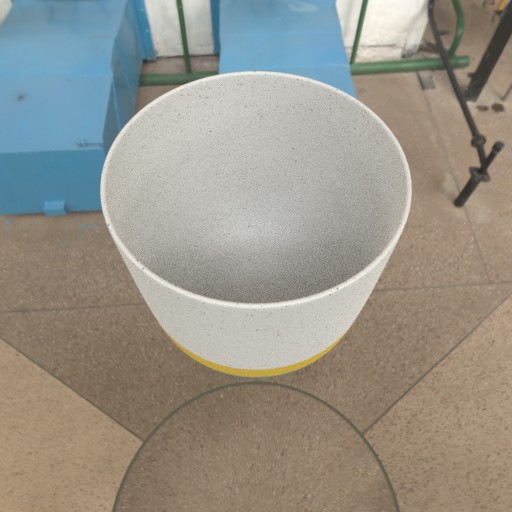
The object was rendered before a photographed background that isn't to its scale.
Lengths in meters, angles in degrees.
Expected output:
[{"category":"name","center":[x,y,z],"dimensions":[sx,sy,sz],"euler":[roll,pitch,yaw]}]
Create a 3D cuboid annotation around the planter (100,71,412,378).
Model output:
[{"category":"planter","center":[0.000,0.000,0.371],"dimensions":[0.195,0.214,0.195],"euler":[0,58,0]}]
